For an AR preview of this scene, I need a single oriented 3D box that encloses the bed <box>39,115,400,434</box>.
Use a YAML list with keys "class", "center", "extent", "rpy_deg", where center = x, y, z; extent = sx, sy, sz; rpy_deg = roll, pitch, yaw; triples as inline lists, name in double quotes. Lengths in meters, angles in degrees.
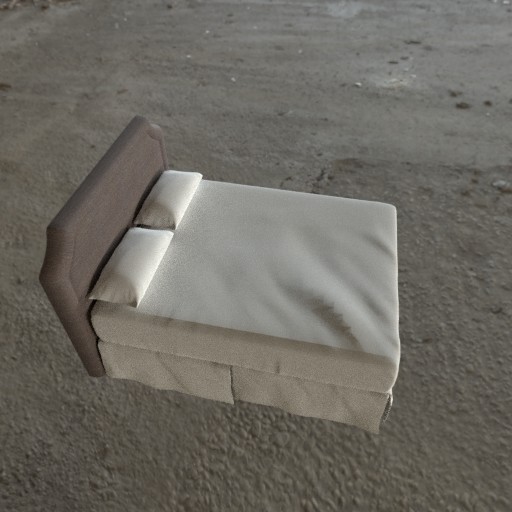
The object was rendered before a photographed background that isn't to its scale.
- class: "bed"
  center: [0.000, 0.000, 3.159]
  extent: [2.116, 1.290, 1.693]
  rpy_deg: [9, 47, 8]
